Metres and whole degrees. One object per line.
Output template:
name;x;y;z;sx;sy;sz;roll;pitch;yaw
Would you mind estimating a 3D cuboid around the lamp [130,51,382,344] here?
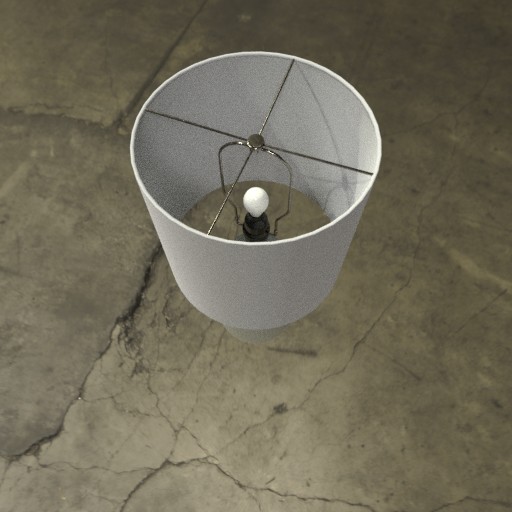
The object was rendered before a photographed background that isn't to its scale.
lamp;0.000;0.000;0.585;0.217;0.453;0.217;18;64;9
